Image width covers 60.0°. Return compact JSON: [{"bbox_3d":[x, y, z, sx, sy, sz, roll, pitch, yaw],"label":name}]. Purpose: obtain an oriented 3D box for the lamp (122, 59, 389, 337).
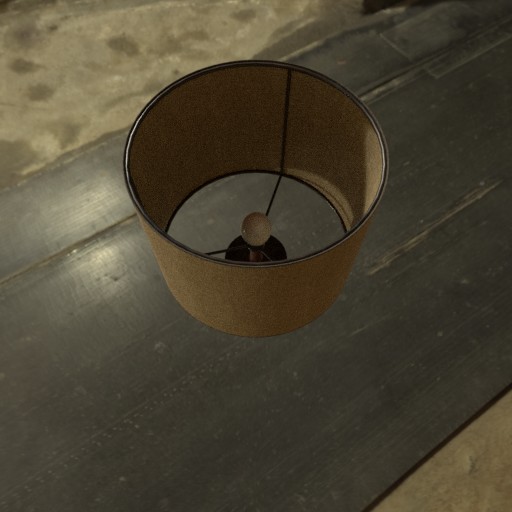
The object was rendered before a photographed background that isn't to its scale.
[{"bbox_3d":[0.000,0.000,0.492,0.202,0.350,0.202,0,62,0],"label":"lamp"}]
